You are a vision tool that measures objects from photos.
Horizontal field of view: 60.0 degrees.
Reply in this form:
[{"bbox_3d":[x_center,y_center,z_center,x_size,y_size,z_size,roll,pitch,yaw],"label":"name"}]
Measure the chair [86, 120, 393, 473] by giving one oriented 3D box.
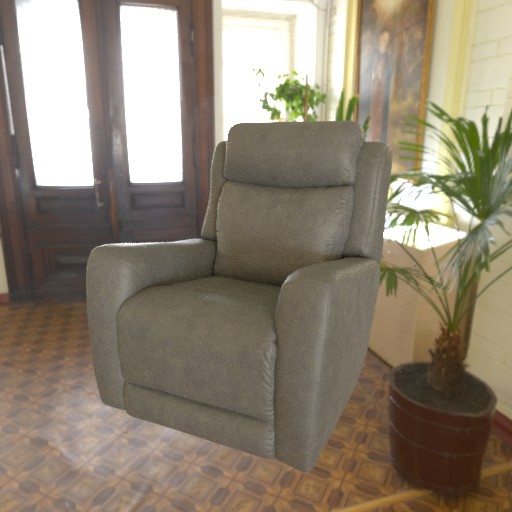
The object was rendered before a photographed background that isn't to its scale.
[{"bbox_3d":[0.000,0.000,1.876,0.965,1.116,1.068,7,17,26],"label":"chair"}]
